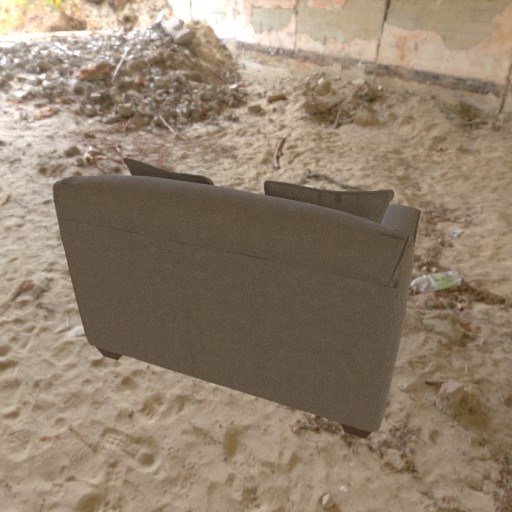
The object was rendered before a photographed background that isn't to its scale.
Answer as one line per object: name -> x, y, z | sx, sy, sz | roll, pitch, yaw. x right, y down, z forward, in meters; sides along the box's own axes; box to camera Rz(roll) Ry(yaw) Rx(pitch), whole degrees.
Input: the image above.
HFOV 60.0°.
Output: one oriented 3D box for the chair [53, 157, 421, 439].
chair -> 0.000, 0.000, 2.090 | 1.395, 0.953, 0.992 | 11, 33, 18
